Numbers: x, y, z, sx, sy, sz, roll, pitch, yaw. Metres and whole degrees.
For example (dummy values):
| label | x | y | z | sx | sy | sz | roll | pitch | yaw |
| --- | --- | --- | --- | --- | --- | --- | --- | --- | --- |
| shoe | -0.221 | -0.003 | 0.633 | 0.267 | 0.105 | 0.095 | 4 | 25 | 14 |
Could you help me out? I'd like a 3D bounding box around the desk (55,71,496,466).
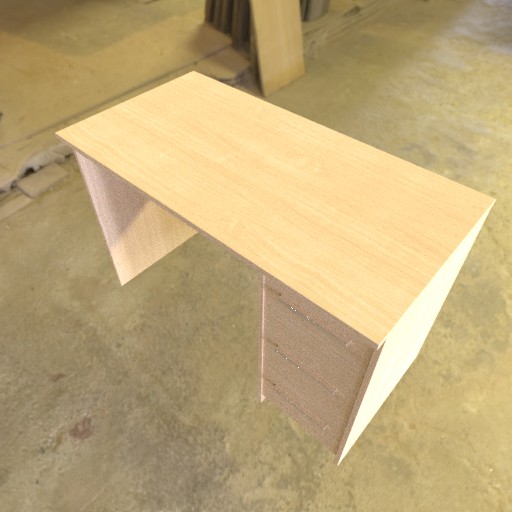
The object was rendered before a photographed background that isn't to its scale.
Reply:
| label | x | y | z | sx | sy | sz | roll | pitch | yaw |
| --- | --- | --- | --- | --- | --- | --- | --- | --- | --- |
| desk | 0.000 | 0.000 | 1.472 | 1.097 | 0.735 | 0.560 | 33 | 55 | 27 |
